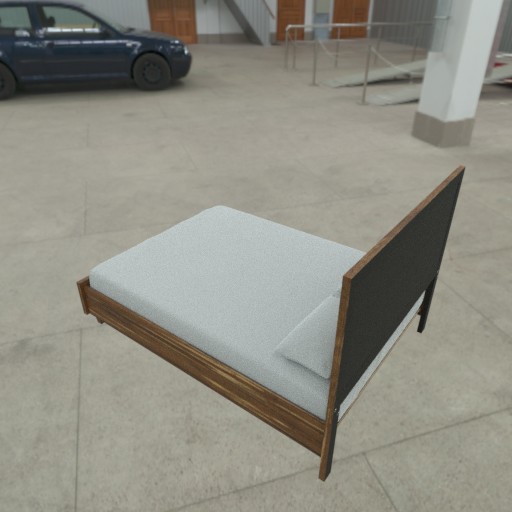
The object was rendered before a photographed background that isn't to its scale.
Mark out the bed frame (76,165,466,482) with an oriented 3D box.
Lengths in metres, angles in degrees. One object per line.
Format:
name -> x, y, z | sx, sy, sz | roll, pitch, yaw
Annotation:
bed frame -> 0.000, 0.000, 3.363 | 2.276, 1.417, 1.696 | 21, 37, 31
